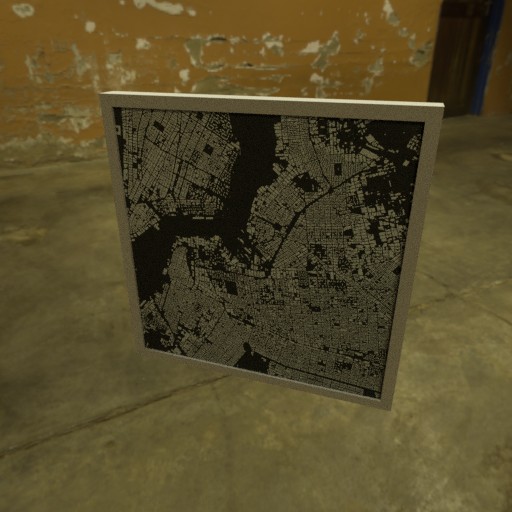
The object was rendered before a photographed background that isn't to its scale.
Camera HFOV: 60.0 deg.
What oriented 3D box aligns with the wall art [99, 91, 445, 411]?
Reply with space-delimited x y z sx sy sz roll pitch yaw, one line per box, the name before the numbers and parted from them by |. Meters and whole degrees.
wall art | 0.000 0.000 0.748 0.506 0.506 0.038 8 27 16
